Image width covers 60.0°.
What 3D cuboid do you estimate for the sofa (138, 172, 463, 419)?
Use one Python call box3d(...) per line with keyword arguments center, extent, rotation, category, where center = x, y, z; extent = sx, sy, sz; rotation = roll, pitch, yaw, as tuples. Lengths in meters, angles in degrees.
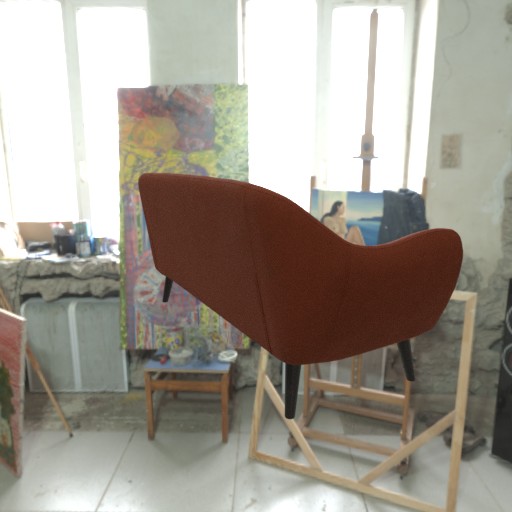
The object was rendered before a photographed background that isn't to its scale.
box3d(center=(0.000, 0.000, 2.269), extent=(0.820, 0.836, 1.840), rotation=(-6, 14, -28), category="sofa")
